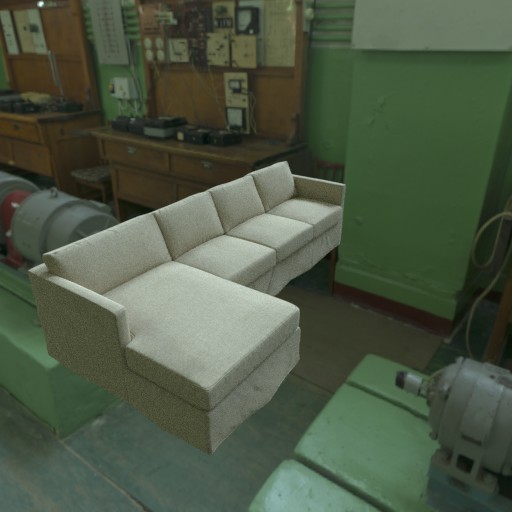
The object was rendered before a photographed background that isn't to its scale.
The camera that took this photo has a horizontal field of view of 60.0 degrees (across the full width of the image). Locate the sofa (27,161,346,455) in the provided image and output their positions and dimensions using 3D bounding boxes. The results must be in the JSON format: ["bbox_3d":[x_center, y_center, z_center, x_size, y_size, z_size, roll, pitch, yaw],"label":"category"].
[{"bbox_3d":[0.000,0.000,3.889,1.650,0.922,3.205,17,31,31],"label":"sofa"}]
